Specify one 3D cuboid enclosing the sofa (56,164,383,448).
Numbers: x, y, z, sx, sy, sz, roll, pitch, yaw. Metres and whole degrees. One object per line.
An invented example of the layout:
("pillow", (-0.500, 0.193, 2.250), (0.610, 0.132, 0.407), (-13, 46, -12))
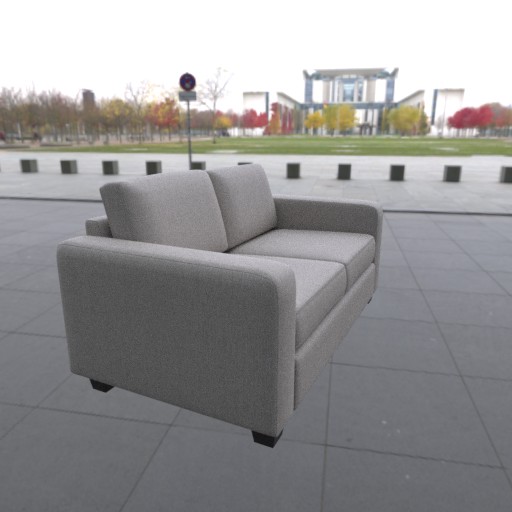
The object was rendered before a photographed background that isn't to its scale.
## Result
("sofa", (0.000, 0.000, 2.103), (0.900, 0.800, 1.540), (8, 17, 25))
